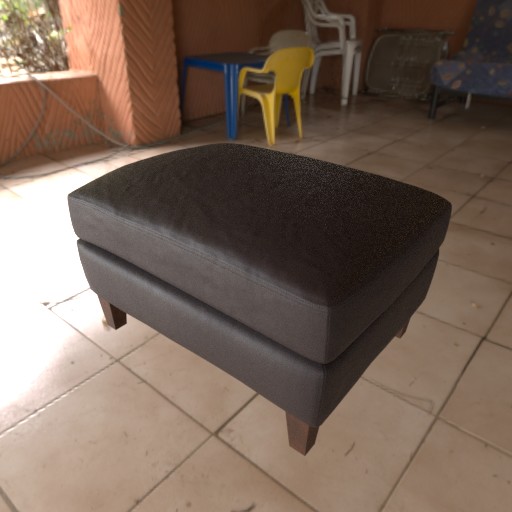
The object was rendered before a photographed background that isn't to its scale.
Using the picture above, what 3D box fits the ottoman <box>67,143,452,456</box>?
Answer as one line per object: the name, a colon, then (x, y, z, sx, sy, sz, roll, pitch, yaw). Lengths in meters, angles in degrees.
ottoman: (0.000, 0.000, 1.282, 0.887, 0.529, 0.659, 22, 36, 33)
